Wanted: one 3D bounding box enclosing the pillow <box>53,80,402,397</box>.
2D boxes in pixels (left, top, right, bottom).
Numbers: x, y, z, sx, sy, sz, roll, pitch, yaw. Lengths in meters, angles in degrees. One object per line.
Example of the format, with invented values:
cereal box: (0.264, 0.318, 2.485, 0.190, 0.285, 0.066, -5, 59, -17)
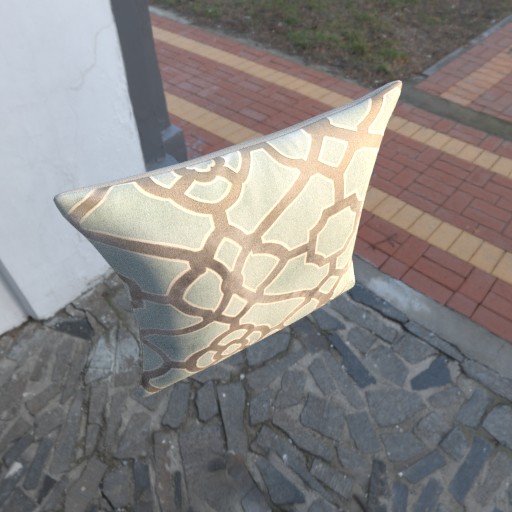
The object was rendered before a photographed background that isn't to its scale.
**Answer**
pillow: (0.000, 0.000, 0.795, 0.552, 0.508, 0.166, -24, 52, -21)
